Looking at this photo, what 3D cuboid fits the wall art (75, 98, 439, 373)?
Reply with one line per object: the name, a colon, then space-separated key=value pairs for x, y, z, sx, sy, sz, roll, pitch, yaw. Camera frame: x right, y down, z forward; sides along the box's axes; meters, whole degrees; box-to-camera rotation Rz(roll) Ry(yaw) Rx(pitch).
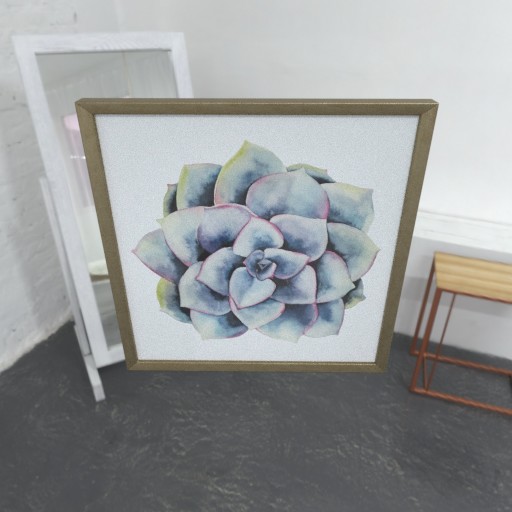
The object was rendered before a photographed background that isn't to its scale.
wall art: x=0.000 y=0.000 z=0.750 sx=0.503 sy=0.506 sz=0.030 roll=0 pitch=30 yaw=1
